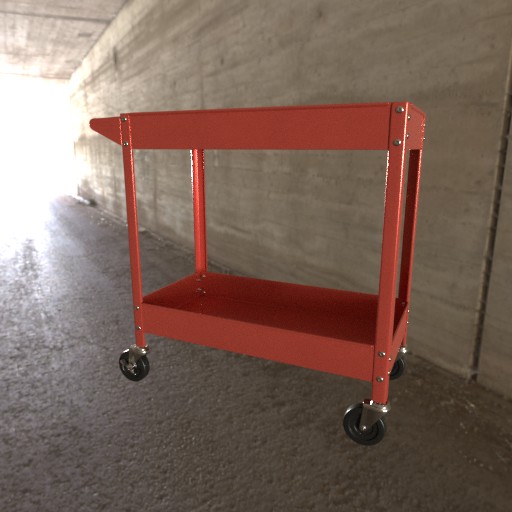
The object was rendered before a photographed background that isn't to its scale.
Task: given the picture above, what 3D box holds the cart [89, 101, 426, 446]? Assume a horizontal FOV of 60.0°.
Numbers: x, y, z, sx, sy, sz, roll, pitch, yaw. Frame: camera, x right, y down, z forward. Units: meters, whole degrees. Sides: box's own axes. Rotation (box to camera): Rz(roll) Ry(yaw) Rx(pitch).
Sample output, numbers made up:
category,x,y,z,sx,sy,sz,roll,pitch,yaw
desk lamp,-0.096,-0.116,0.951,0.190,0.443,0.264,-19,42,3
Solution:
category,x,y,z,sx,sy,sz,roll,pitch,yaw
cart,0.000,0.000,1.175,0.779,0.719,0.366,6,15,25
